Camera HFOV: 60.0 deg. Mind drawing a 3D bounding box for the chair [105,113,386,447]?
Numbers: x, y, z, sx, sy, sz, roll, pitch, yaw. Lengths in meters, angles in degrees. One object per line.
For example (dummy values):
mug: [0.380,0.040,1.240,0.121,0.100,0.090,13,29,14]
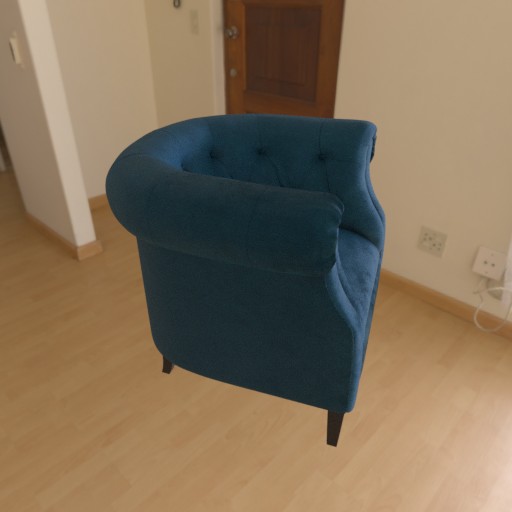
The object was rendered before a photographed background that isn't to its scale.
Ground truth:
chair: [0.000,0.000,1.565,0.851,0.826,0.904,10,33,16]
